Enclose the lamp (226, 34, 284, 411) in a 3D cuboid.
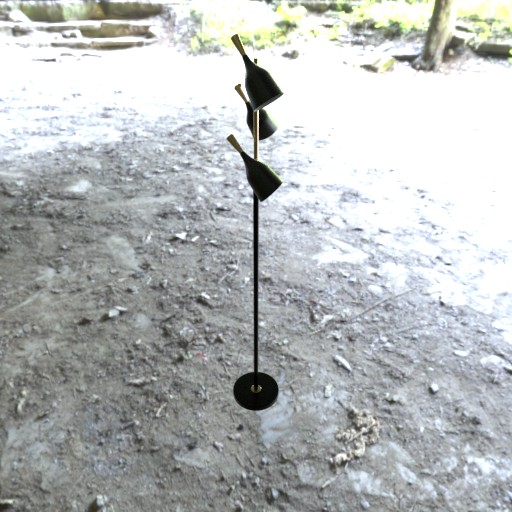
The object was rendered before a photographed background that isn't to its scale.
[{"bbox_3d":[0.000,0.000,1.973,0.253,1.778,0.434,0,32,0],"label":"lamp"}]
